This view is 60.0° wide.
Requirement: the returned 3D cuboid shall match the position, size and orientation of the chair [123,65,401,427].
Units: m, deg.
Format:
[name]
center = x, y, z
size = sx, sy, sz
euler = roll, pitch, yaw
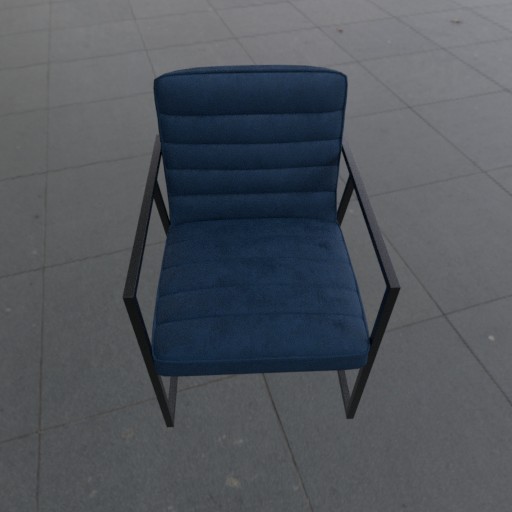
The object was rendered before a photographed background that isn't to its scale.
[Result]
[chair]
center = 0.000, 0.000, 1.262
size = 0.571, 0.833, 0.677
euler = -2, 46, -2
